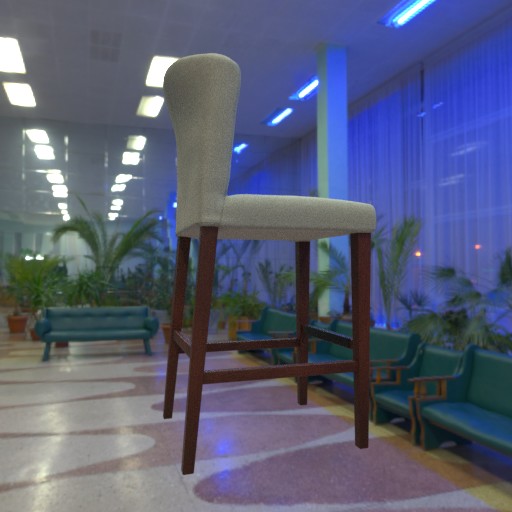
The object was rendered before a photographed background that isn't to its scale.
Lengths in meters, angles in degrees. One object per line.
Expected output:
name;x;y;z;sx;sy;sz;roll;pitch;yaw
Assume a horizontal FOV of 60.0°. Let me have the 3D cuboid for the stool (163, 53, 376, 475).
stool;0.000;0.000;1.366;0.568;1.069;0.479;1;-2;-18
